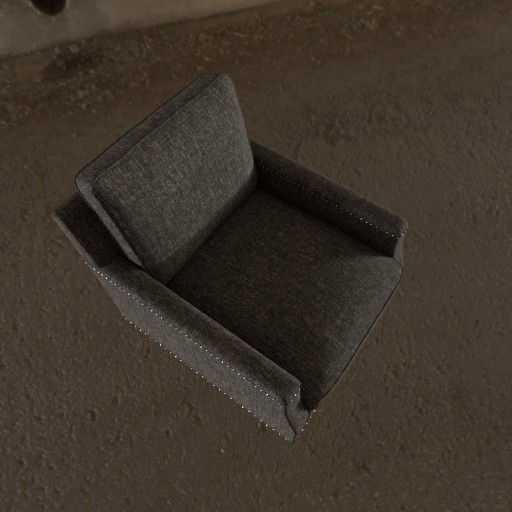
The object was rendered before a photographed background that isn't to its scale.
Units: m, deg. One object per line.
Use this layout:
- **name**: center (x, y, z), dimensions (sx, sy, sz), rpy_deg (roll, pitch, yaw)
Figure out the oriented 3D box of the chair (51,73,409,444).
- **chair**: center (0.000, 0.000, 1.705), dimensions (1.014, 0.943, 0.853), rpy_deg (32, 63, 18)
